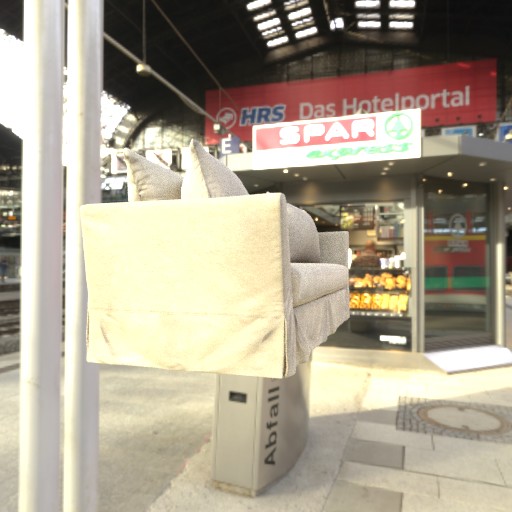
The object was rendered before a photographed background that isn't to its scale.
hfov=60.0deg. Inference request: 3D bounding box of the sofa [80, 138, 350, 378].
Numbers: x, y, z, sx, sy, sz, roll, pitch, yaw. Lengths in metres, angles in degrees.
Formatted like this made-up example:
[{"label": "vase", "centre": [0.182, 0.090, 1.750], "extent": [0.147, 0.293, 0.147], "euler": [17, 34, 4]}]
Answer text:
[{"label": "sofa", "centre": [0.000, 0.000, 2.972], "extent": [1.031, 1.034, 2.290], "euler": [0, -1, 18]}]
